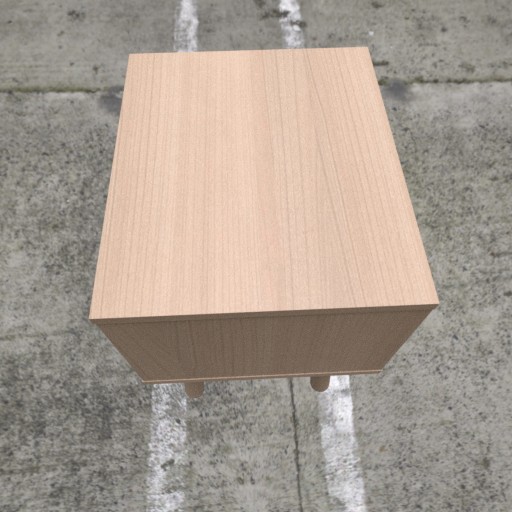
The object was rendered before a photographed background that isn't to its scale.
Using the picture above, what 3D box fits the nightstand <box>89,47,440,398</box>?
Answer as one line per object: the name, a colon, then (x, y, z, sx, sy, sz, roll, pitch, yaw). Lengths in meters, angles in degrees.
nightstand: (0.000, 0.000, 0.822, 0.380, 0.530, 0.450, -2, 60, -1)
